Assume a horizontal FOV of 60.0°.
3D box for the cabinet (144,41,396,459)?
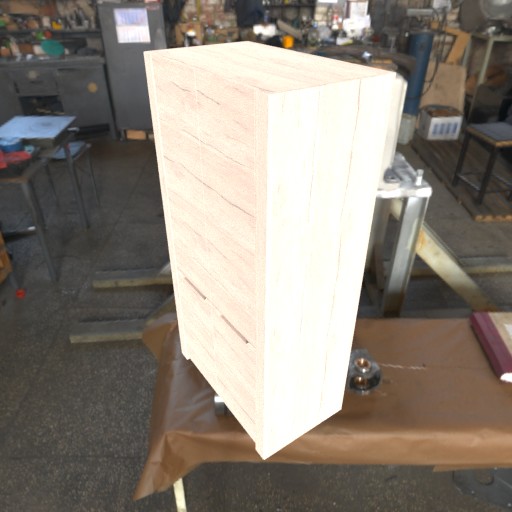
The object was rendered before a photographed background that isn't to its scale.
[{"bbox_3d":[0.000,0.000,2.362,0.580,1.930,0.980,-21,39,-29],"label":"cabinet"}]
